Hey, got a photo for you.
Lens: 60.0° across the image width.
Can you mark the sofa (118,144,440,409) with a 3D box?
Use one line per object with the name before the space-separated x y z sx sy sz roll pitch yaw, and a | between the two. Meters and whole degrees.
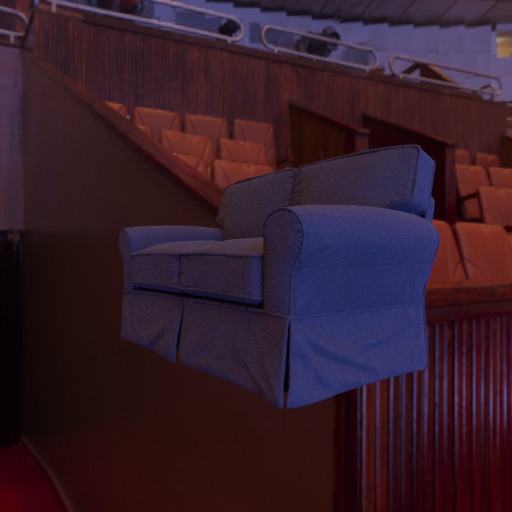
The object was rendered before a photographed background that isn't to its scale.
sofa | 0.000 0.000 2.461 0.997 1.059 1.801 0 0 -37
